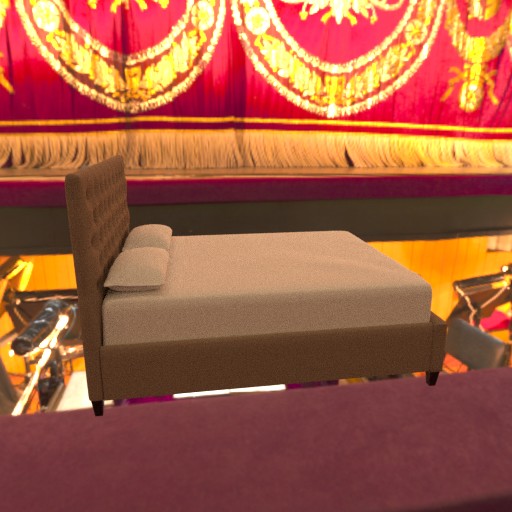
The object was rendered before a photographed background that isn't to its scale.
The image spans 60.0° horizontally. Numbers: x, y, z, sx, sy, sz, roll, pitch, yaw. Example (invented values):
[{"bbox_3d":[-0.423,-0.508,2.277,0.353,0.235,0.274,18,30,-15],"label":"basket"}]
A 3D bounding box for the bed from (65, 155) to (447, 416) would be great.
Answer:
[{"bbox_3d":[0.000,0.000,3.366,2.233,1.426,1.696,-2,16,-8],"label":"bed"}]
